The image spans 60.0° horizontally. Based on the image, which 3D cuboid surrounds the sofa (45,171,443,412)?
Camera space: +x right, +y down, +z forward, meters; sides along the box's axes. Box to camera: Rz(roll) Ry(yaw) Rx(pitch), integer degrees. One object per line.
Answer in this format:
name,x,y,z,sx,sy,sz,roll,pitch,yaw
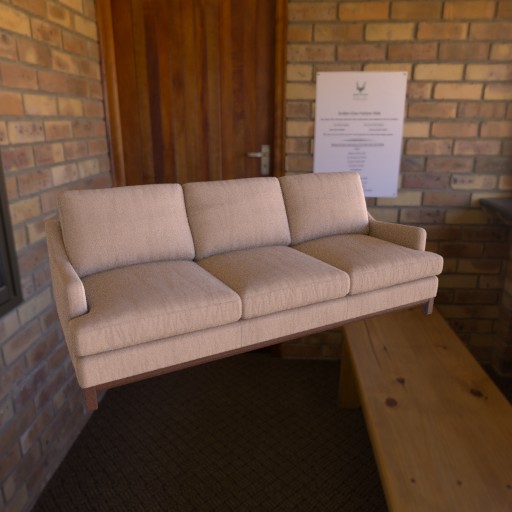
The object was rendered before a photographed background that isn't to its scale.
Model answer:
sofa,0.000,0.000,2.795,2.321,0.913,1.000,-9,19,-27
